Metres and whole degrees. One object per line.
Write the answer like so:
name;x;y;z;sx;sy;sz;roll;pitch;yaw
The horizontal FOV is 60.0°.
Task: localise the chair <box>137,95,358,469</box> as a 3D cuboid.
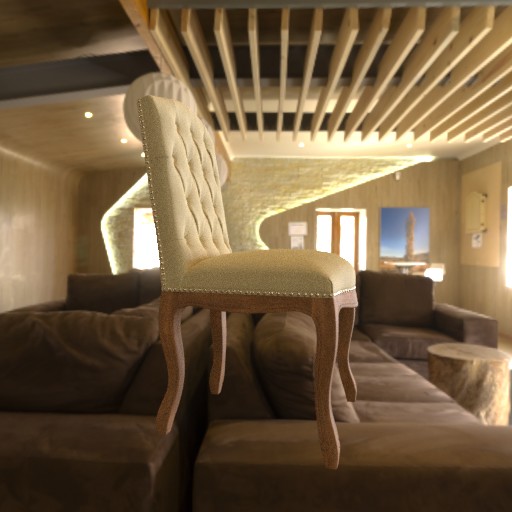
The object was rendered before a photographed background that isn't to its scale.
chair;0.000;0.000;1.597;0.715;1.165;0.623;0;0;17
